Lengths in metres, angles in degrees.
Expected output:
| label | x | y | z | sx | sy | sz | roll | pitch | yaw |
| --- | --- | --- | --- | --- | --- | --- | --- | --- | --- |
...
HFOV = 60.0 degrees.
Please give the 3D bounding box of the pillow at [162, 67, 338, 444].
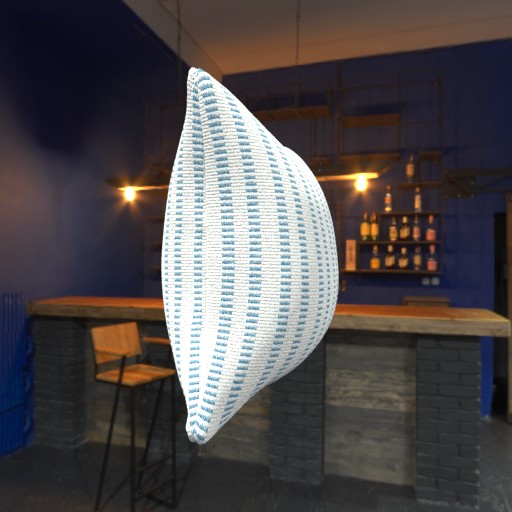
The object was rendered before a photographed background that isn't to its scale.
| label | x | y | z | sx | sy | sz | roll | pitch | yaw |
| --- | --- | --- | --- | --- | --- | --- | --- | --- | --- |
| pillow | 0.000 | 0.000 | 0.691 | 0.247 | 0.419 | 0.438 | 0 | 0 | 18 |
